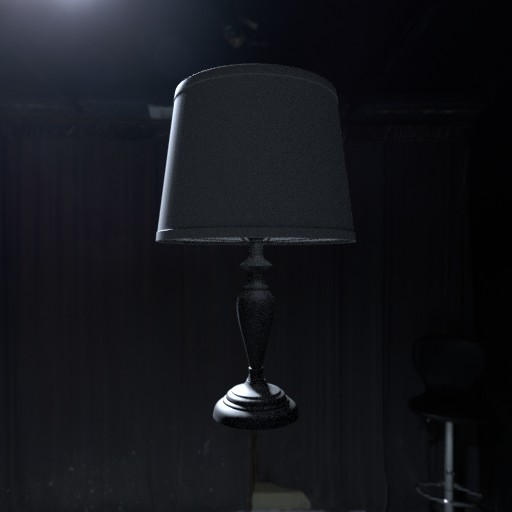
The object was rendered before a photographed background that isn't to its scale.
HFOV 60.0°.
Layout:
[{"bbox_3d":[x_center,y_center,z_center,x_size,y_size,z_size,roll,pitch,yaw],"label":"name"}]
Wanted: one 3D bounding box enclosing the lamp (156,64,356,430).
[{"bbox_3d":[0.000,0.000,0.703,0.310,0.501,0.310,0,0,0],"label":"lamp"}]
